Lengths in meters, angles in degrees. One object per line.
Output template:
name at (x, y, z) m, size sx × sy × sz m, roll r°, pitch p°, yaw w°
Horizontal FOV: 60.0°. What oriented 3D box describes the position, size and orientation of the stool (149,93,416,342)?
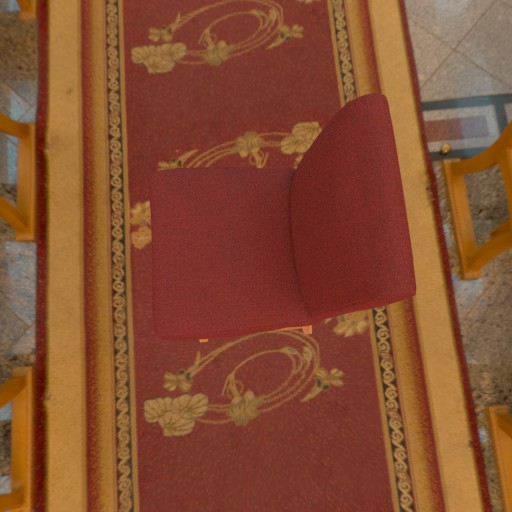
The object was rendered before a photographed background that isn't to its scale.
stool at (0.000, 0.000, 1.315) m, size 0.562 × 1.038 × 0.468 m, roll -4°, pitch 78°, yaw -1°
